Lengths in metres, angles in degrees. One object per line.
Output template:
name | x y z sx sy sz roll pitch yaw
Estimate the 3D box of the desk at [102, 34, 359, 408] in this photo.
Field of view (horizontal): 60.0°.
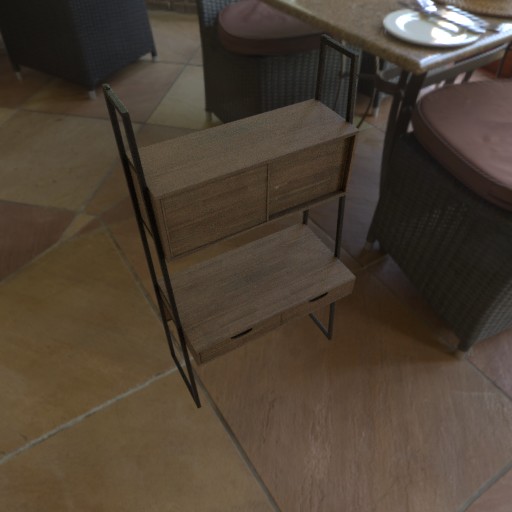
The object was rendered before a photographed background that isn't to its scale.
desk | 0.000 0.000 2.246 0.982 1.809 0.515 -22 50 -20
